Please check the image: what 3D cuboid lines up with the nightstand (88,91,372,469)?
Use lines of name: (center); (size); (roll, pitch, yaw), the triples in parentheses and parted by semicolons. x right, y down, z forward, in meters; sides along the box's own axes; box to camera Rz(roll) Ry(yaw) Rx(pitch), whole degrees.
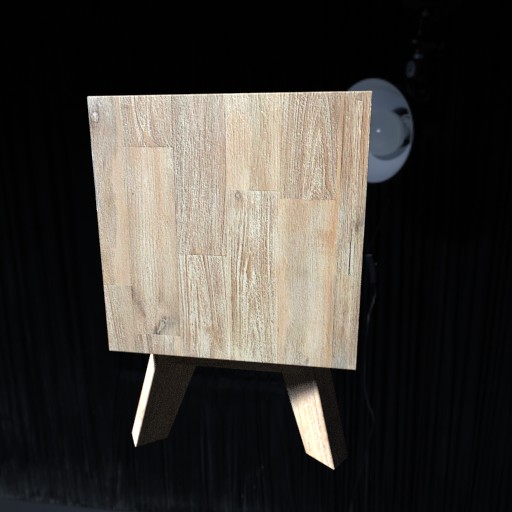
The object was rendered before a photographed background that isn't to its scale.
nightstand: (0.000, 0.000, 0.936); (0.396, 0.589, 0.552); (2, 14, 9)
